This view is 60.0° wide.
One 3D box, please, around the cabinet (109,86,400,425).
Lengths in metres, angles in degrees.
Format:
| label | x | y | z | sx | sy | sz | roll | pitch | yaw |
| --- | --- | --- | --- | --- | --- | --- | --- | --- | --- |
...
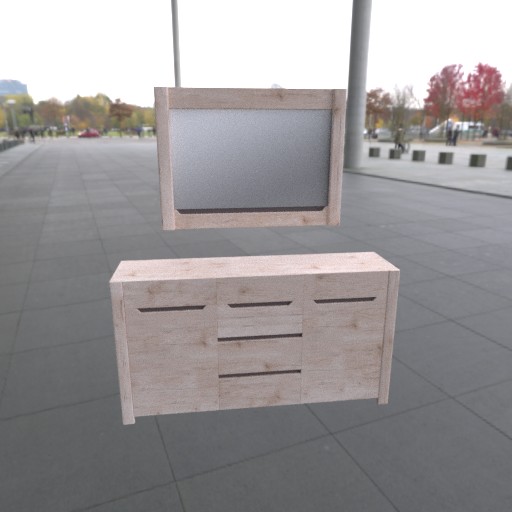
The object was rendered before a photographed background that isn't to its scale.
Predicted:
| label | x | y | z | sx | sy | sz | roll | pitch | yaw |
| --- | --- | --- | --- | --- | --- | --- | --- | --- | --- |
| cabinet | 0.000 | 0.000 | 2.746 | 1.700 | 1.981 | 0.420 | -2 | 16 | -7 |
